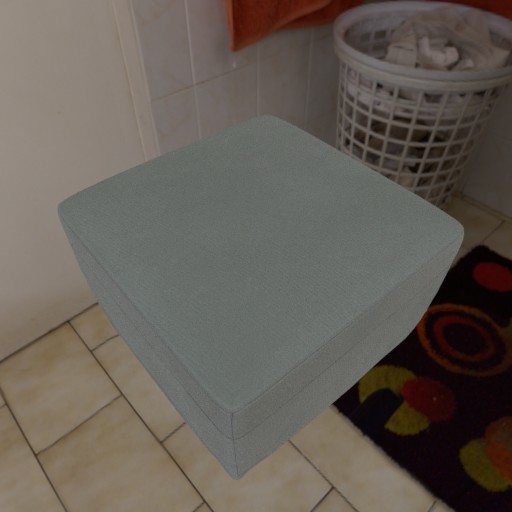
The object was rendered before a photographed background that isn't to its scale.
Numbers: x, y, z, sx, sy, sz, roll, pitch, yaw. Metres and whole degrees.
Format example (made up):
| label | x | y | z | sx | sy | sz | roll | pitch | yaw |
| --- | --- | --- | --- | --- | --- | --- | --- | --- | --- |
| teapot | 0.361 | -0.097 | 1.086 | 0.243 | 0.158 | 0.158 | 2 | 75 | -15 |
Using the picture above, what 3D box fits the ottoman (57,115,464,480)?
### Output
| label | x | y | z | sx | sy | sz | roll | pitch | yaw |
| --- | --- | --- | --- | --- | --- | --- | --- | --- | --- |
| ottoman | 0.000 | 0.000 | 1.341 | 0.842 | 0.441 | 0.843 | -31 | 53 | -27 |
